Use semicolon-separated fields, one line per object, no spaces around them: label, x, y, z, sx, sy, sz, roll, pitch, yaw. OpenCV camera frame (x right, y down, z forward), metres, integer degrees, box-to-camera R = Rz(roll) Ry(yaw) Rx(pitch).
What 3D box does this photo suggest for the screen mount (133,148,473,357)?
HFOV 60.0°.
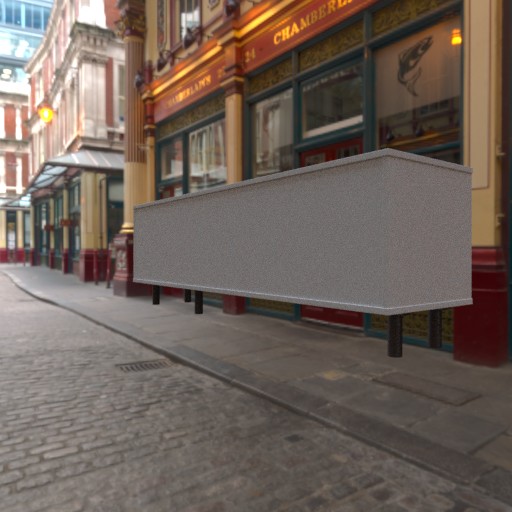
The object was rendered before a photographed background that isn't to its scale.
screen mount;0.000;0.000;1.821;0.418;0.520;1.600;0;0;-37
